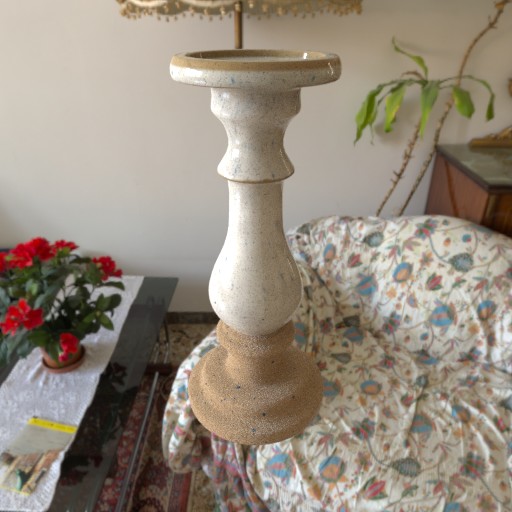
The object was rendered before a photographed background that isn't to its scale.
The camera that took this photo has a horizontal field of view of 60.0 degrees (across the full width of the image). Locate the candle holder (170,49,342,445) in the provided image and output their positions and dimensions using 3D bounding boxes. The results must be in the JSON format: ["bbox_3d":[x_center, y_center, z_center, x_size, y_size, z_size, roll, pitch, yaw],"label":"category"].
[{"bbox_3d":[0.000,0.000,0.244,0.088,0.203,0.088,0,29,0],"label":"candle holder"}]
